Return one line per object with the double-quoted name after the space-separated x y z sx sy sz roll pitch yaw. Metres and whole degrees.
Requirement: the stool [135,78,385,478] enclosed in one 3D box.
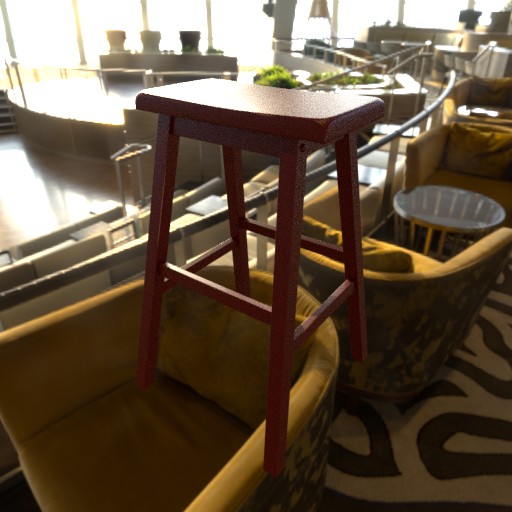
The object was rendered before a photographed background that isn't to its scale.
0.000 0.000 1.061 0.457 0.737 0.476 20 35 31 "stool"
